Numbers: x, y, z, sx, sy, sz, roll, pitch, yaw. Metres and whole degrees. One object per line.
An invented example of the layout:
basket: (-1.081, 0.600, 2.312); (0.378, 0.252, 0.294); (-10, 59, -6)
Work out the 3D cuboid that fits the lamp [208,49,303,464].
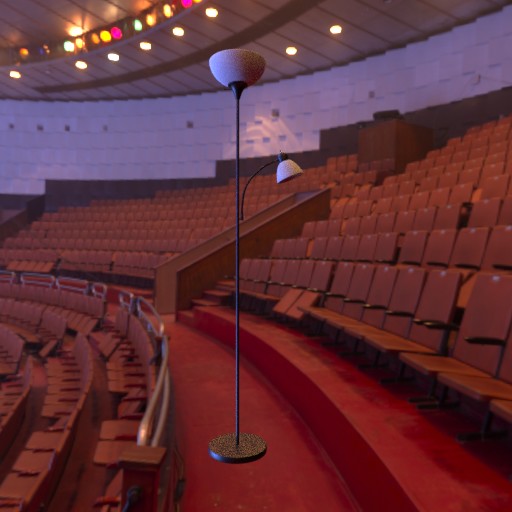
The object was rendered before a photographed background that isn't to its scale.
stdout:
lamp: (0.000, 0.000, 2.064); (0.442, 1.804, 0.279); (0, 0, -1)
